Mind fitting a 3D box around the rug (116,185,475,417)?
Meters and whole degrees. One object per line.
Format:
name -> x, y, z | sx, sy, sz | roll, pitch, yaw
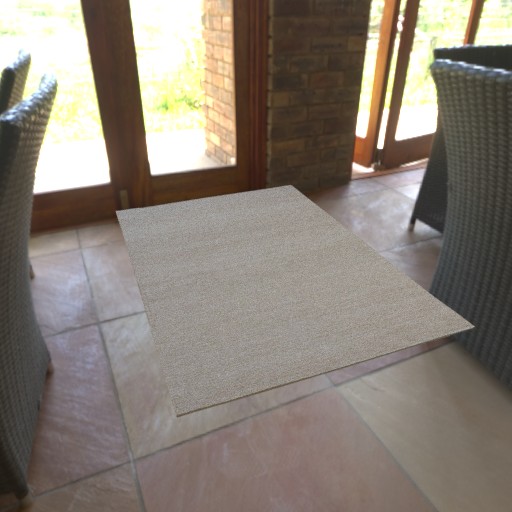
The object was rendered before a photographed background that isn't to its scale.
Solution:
rug -> 0.000, 0.000, 3.798 | 2.032, 0.038, 2.869 | -11, 32, -18
